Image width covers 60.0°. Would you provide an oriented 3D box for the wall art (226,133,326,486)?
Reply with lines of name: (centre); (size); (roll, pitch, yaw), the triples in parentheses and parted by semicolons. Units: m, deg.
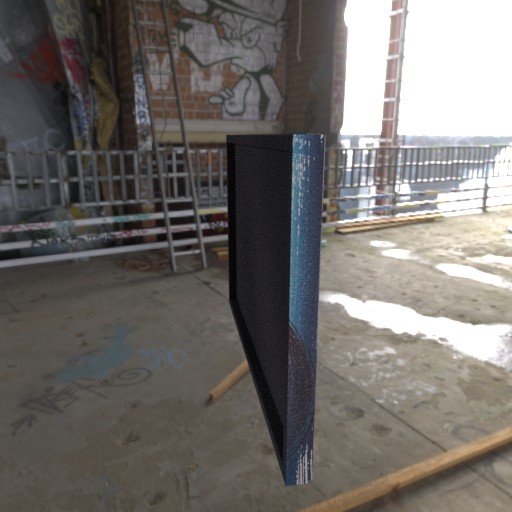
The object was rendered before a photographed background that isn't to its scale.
wall art: (0.000, 0.000, 0.768); (0.033, 0.406, 0.609); (-3, 15, -9)
